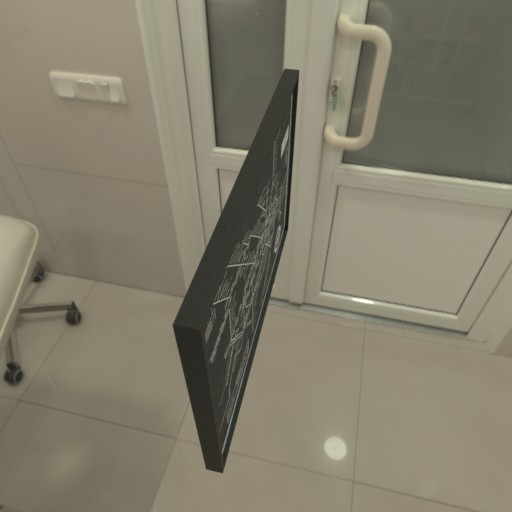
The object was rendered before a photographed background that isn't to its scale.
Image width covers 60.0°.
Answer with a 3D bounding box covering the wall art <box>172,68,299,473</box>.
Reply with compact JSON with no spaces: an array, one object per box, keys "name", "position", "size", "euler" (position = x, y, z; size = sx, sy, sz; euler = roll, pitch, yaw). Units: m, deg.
[{"name":"wall art","position":[0.000,0.000,0.576],"size":[0.021,0.301,0.443],"euler":[9,47,9]}]
